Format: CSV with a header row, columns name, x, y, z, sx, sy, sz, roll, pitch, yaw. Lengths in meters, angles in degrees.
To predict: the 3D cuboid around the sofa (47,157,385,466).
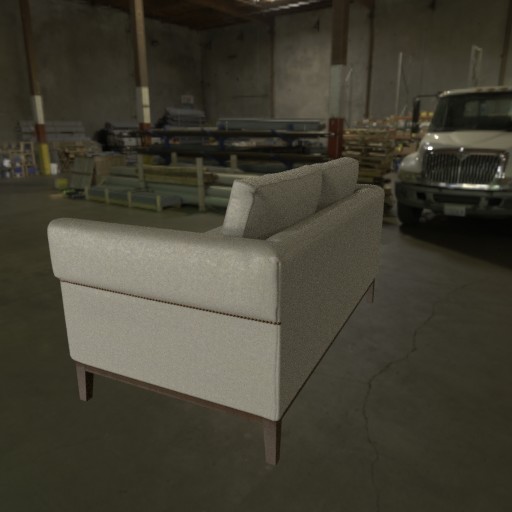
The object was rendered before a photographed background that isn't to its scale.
name,x,y,z,sx,sy,sz,roll,pitch,yaw
sofa,0.000,0.000,2.111,0.899,0.873,1.598,7,18,24
